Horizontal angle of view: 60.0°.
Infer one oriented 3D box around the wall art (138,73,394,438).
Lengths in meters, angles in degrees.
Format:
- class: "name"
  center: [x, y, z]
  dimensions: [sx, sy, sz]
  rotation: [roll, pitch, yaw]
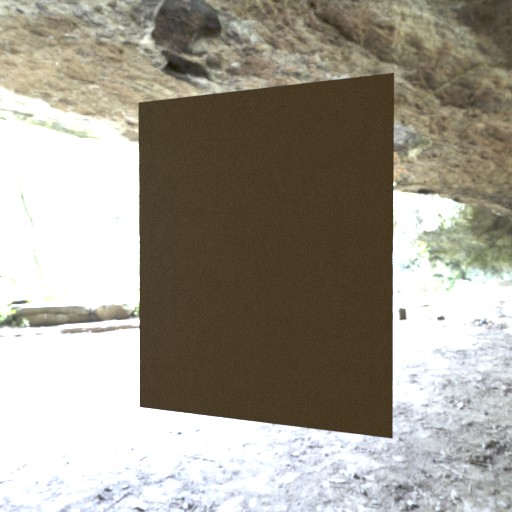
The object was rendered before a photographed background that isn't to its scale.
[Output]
- class: "wall art"
  center: [0.000, 0.000, 1.349]
  dimensions: [0.798, 1.002, 0.030]
  rotation: [0, 1, 18]
